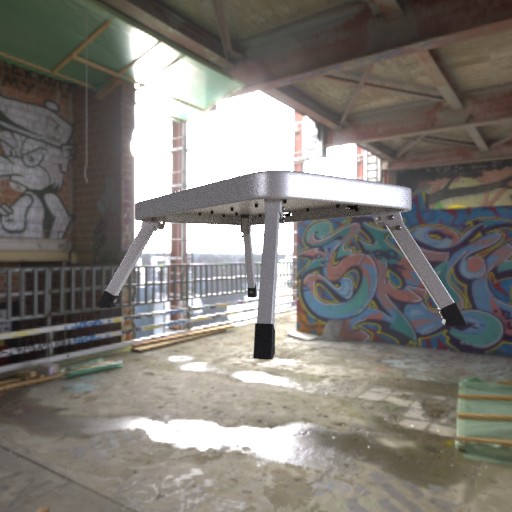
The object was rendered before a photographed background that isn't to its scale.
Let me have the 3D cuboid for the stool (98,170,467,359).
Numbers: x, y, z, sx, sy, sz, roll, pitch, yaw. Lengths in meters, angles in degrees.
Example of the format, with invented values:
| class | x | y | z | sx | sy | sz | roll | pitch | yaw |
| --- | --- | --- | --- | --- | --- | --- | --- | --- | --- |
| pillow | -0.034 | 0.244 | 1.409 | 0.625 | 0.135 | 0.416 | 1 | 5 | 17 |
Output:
| class | x | y | z | sx | sy | sz | roll | pitch | yaw |
| --- | --- | --- | --- | --- | --- | --- | --- | --- | --- |
| stool | 0.000 | 0.000 | 0.636 | 0.320 | 0.170 | 0.460 | 0 | 0 | -36 |
